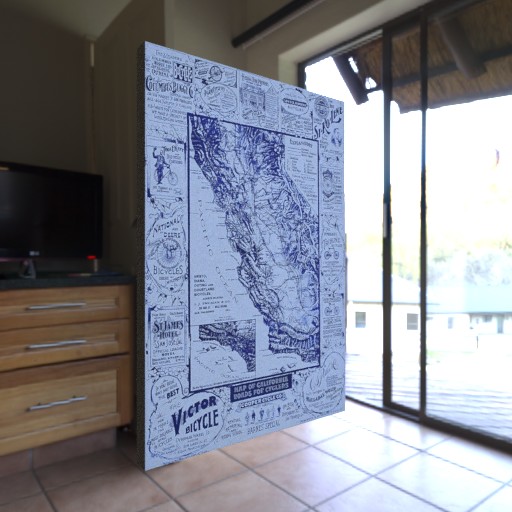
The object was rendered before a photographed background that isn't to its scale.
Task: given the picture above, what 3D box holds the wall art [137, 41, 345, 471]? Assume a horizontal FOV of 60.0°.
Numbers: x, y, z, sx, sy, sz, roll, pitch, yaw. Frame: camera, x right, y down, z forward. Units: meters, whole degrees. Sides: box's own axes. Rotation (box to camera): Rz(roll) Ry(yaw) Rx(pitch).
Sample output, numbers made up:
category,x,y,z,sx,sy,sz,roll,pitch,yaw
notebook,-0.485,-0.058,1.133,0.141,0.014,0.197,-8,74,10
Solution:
category,x,y,z,sx,sy,sz,roll,pitch,yaw
wall art,0.000,0.000,0.942,0.511,0.753,0.039,0,0,-36
